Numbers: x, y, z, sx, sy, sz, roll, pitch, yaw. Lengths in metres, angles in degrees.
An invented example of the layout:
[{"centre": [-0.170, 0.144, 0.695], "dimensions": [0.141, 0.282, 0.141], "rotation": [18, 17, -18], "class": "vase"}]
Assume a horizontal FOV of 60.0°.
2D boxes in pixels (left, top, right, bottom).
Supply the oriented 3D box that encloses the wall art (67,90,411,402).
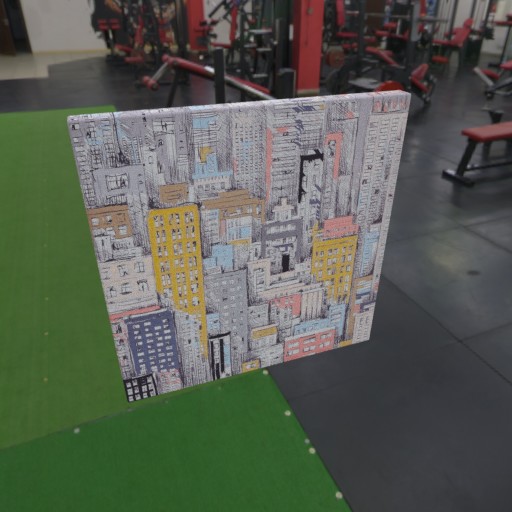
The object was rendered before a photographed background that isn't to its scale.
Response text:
[{"centre": [0.000, 0.000, 1.144], "dimensions": [0.761, 0.762, 0.048], "rotation": [-10, 33, -17], "class": "wall art"}]
